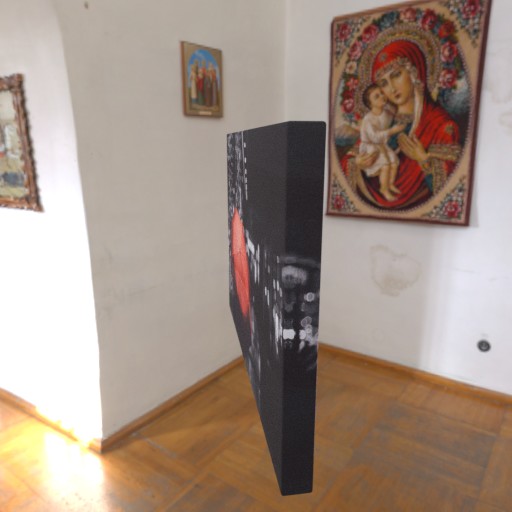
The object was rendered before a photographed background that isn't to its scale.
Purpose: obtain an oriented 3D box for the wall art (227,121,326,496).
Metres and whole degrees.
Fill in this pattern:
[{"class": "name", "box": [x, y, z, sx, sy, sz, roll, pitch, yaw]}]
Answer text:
[{"class": "wall art", "box": [0.000, 0.000, 0.743, 0.037, 0.406, 0.609, -2, 14, -9]}]
